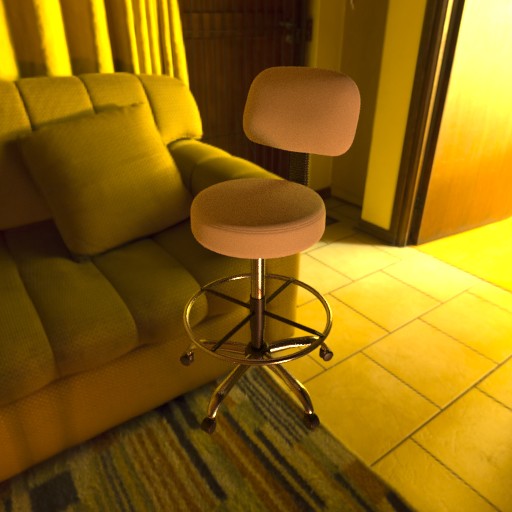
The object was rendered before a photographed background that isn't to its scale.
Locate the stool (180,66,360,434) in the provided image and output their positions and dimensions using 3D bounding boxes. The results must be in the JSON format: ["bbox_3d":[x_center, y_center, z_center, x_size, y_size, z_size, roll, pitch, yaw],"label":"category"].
[{"bbox_3d":[0.000,0.000,1.435,0.609,1.080,0.616,18,34,29],"label":"stool"}]
